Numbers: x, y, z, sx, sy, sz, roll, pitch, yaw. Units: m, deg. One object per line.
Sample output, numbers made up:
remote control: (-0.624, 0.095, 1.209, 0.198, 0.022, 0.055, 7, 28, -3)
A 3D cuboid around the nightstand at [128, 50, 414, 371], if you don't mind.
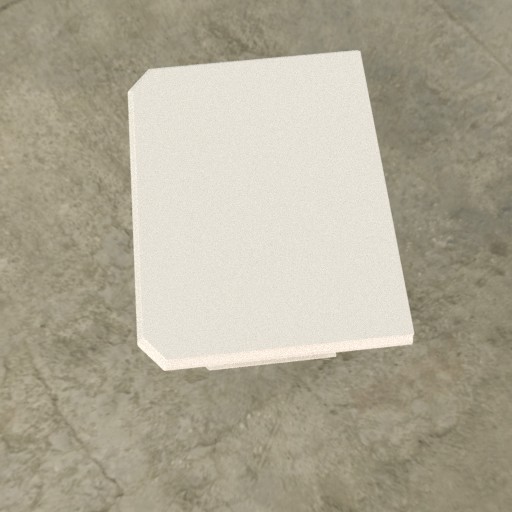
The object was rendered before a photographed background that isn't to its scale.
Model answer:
nightstand: (0.000, 0.000, 0.922, 0.351, 0.681, 0.435, -6, 76, -1)
